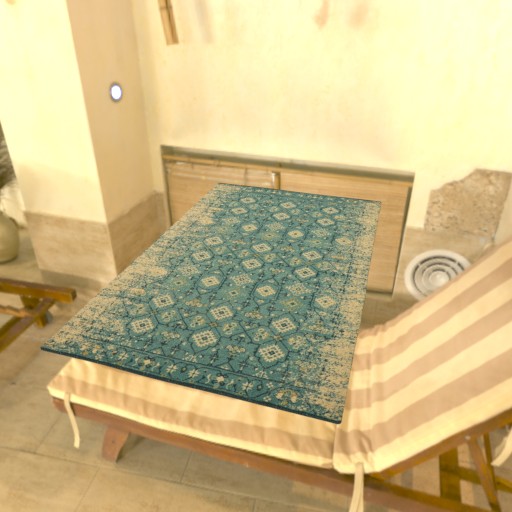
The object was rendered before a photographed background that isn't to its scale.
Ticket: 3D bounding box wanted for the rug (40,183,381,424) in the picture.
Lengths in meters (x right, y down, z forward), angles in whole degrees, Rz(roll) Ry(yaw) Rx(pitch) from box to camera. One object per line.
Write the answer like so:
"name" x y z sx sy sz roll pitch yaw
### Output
"rug" 0.000 0.000 3.042 1.530 0.015 2.449 9 31 15
